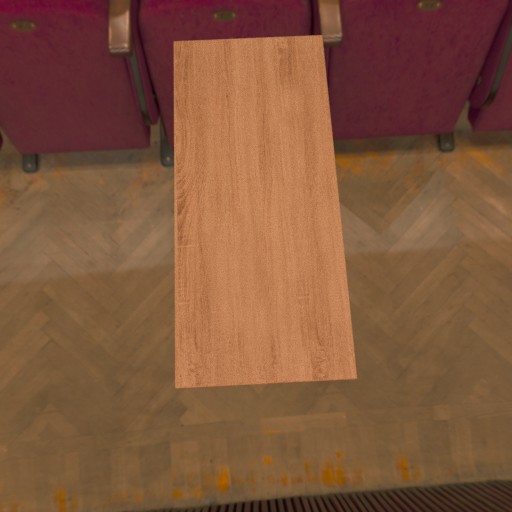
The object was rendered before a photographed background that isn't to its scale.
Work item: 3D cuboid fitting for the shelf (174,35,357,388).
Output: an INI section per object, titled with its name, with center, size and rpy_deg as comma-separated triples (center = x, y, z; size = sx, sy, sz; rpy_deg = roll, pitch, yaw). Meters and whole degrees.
[shelf]
center = 0.000, 0.000, 1.883
size = 0.450, 1.390, 1.000
rpy_deg = -3, 76, -1
